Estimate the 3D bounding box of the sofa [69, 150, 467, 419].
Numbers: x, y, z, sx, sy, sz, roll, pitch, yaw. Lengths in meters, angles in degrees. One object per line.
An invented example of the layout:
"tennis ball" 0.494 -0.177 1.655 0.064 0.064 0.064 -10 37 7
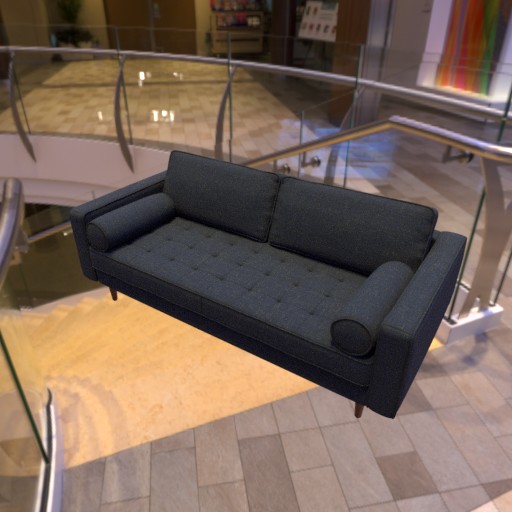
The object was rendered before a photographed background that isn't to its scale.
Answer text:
"sofa" 0.000 0.000 2.356 1.880 0.762 0.914 19 35 28
